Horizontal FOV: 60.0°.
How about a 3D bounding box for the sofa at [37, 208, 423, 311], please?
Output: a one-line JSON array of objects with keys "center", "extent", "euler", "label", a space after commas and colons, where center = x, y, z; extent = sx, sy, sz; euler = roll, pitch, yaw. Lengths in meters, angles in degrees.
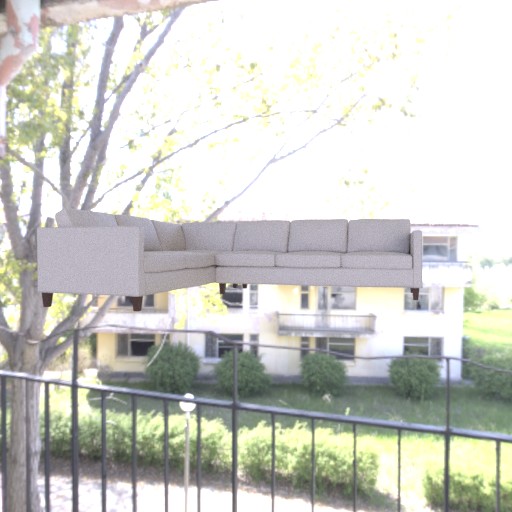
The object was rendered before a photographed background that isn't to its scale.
[{"center": [0.000, 0.000, 4.458], "extent": [3.182, 0.863, 2.432], "euler": [0, 1, 17], "label": "sofa"}]
